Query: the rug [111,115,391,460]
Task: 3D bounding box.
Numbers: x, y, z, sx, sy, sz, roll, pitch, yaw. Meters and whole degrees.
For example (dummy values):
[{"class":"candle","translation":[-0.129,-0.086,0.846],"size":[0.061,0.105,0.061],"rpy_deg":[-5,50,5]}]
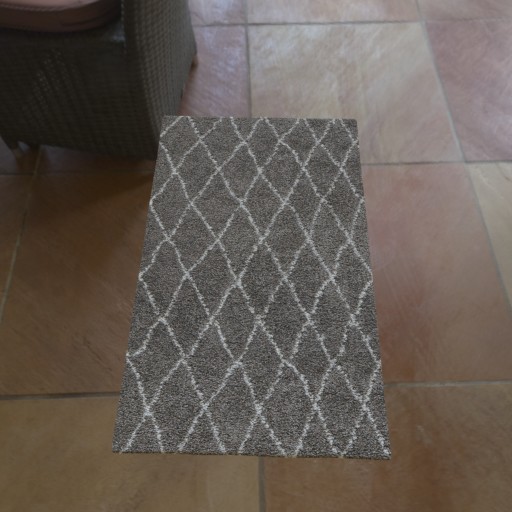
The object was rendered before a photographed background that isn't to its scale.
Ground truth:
[{"class":"rug","translation":[0.000,0.000,2.951],"size":[1.524,0.030,2.438],"rpy_deg":[1,63,1]}]
